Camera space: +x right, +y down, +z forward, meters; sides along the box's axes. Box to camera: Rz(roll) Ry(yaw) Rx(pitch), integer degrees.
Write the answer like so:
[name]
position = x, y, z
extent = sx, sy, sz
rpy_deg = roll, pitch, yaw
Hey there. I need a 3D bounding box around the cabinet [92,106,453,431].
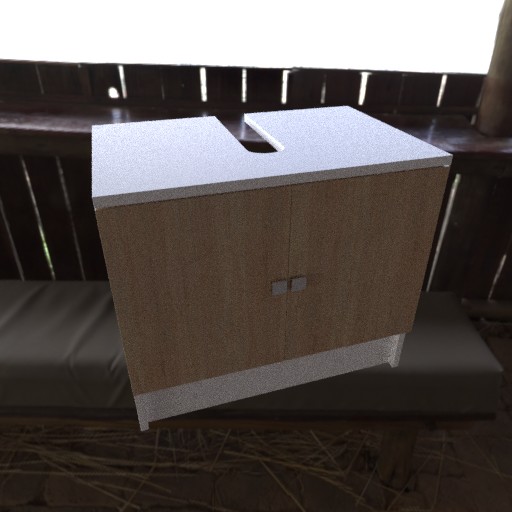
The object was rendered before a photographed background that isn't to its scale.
[cabinet]
position = 0.000, 0.000, 0.985
extent = 0.600, 0.522, 0.400
rpy_deg = -9, 33, -15
